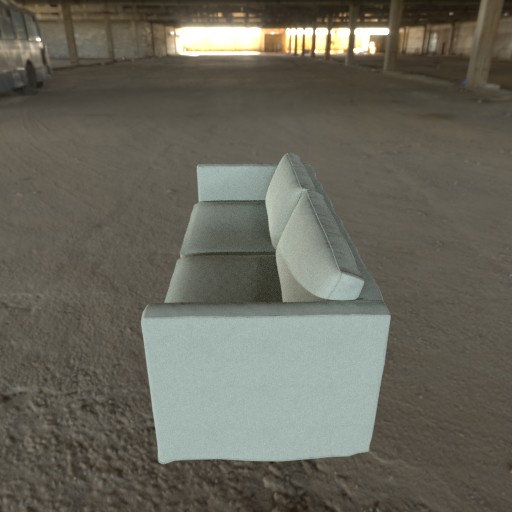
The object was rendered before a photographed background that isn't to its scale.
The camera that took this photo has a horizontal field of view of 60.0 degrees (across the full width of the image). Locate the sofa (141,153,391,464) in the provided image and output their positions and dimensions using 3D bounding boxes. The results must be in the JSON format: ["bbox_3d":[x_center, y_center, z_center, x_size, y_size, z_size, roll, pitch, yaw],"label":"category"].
[{"bbox_3d":[0.000,0.000,2.755,0.962,0.853,2.312,-1,26,-1],"label":"sofa"}]
